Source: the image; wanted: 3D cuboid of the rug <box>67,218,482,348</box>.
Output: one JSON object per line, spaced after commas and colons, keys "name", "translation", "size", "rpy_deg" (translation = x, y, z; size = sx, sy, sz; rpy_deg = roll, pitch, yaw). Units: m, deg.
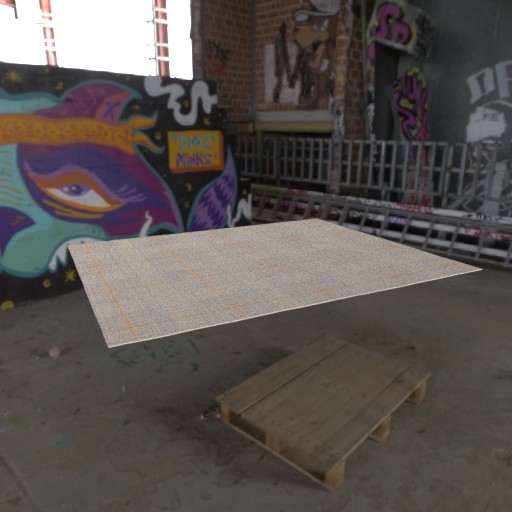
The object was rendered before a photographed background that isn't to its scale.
{"name": "rug", "translation": [0.000, 0.000, 4.115], "size": [3.051, 0.021, 2.448], "rpy_deg": [-8, 18, -26]}
